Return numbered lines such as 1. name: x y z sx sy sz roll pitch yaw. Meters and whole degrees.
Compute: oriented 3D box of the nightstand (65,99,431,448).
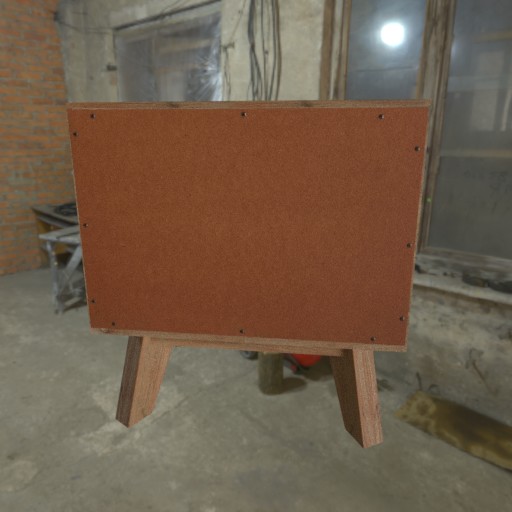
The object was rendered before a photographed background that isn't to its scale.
1. nightstand: 0.000 0.000 0.928 0.552 0.589 0.396 2 16 7
